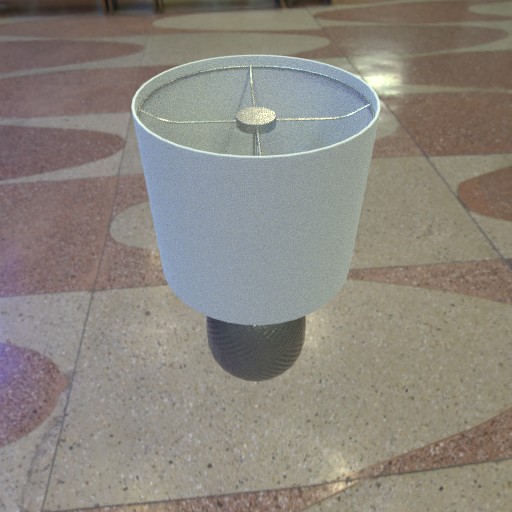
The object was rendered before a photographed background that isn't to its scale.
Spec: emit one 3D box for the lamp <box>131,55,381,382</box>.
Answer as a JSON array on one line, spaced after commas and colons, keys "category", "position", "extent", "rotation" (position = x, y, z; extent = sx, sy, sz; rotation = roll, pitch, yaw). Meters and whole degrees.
[{"category": "lamp", "position": [0.000, 0.000, 0.497], "extent": [0.207, 0.366, 0.207], "rotation": [-2, 42, -2]}]
